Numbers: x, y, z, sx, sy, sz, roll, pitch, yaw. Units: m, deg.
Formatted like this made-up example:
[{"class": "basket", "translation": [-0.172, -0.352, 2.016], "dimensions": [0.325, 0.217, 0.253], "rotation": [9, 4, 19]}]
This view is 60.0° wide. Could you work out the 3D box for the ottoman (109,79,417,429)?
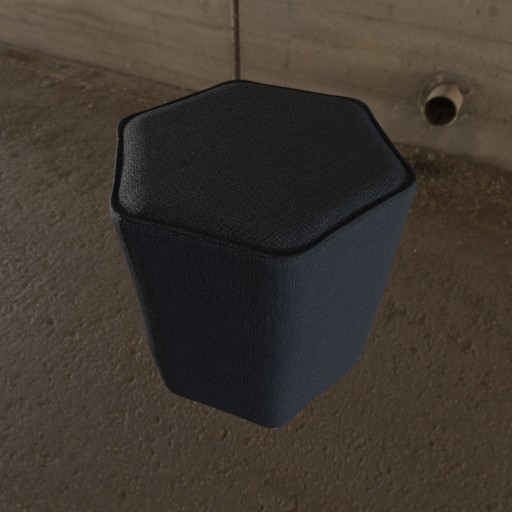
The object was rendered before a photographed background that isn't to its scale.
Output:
[{"class": "ottoman", "translation": [0.000, 0.000, 0.858], "dimensions": [0.454, 0.505, 0.492], "rotation": [-4, 46, -4]}]
